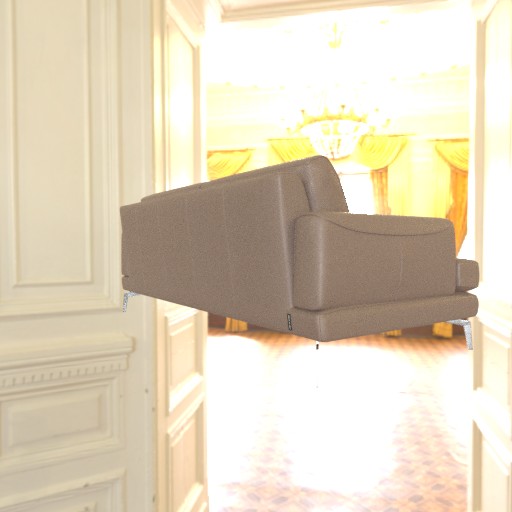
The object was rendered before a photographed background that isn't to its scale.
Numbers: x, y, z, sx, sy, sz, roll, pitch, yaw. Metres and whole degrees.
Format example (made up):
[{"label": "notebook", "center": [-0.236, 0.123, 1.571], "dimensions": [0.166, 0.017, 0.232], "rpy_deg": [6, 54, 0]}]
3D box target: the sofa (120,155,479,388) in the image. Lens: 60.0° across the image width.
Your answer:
[{"label": "sofa", "center": [0.000, 0.000, 2.372], "dimensions": [0.974, 0.765, 1.940], "rpy_deg": [-1, 2, -35]}]
